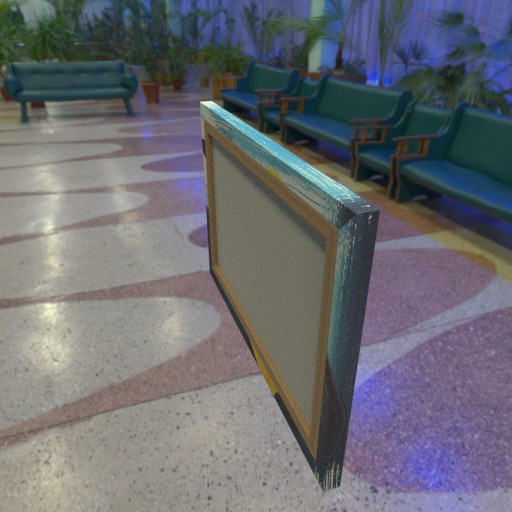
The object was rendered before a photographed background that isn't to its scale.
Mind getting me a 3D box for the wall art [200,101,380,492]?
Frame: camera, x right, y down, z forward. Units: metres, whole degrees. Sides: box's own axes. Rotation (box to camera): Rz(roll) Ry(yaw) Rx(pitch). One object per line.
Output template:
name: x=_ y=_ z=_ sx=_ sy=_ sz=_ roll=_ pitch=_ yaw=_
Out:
wall art: x=0.000 y=0.000 z=1.129 sx=0.039 sy=0.610 sz=0.914 roll=-10 pitch=30 yaw=-17
